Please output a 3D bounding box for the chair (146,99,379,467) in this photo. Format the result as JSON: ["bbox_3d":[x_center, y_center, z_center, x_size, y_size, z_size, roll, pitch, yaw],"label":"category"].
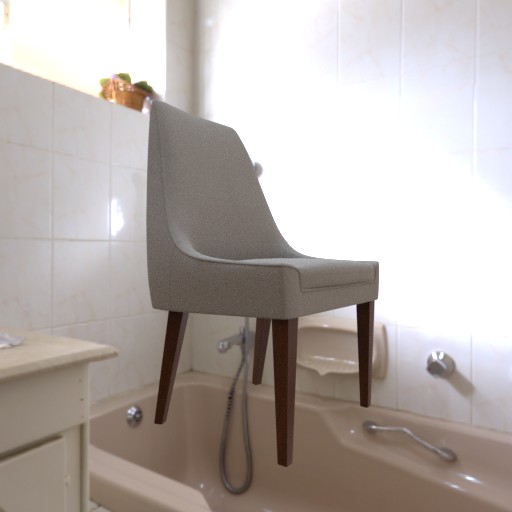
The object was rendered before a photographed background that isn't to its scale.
[{"bbox_3d":[0.000,0.000,1.218,0.544,0.861,0.529,0,0,36],"label":"chair"}]
